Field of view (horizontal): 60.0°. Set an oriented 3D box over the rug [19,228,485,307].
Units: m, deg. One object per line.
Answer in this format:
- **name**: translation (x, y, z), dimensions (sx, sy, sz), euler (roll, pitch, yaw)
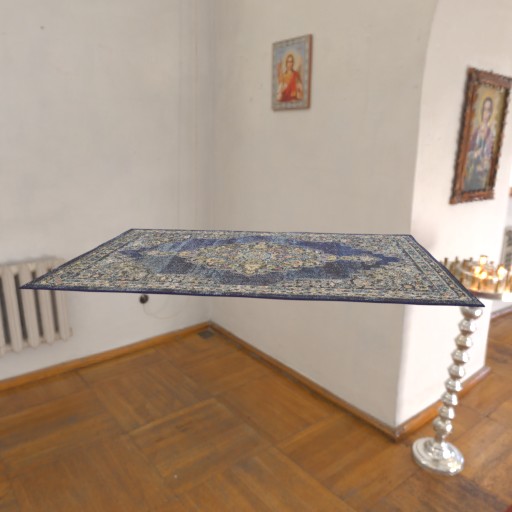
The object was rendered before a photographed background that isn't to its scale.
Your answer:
- **rug**: translation (0.000, 0.000, 2.237), dimensions (1.781, 0.012, 1.184), euler (2, 15, 6)
